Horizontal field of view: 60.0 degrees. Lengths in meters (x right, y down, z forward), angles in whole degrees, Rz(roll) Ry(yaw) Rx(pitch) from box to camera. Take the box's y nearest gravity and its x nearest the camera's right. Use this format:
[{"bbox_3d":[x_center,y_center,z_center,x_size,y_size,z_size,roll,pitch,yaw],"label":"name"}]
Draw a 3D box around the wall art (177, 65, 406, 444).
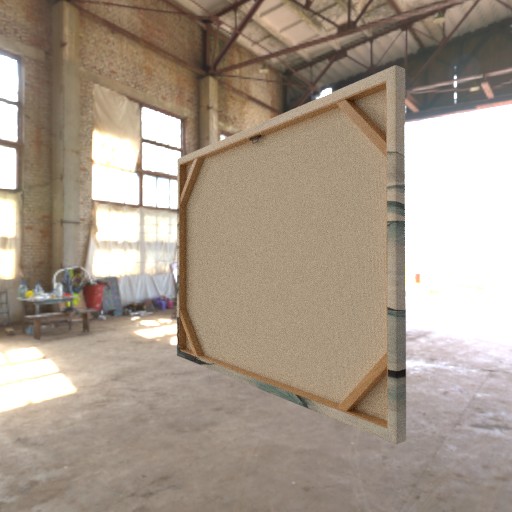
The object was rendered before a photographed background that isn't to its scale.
[{"bbox_3d":[0.000,0.000,1.573,0.039,0.915,1.219,0,-1,-35],"label":"wall art"}]
